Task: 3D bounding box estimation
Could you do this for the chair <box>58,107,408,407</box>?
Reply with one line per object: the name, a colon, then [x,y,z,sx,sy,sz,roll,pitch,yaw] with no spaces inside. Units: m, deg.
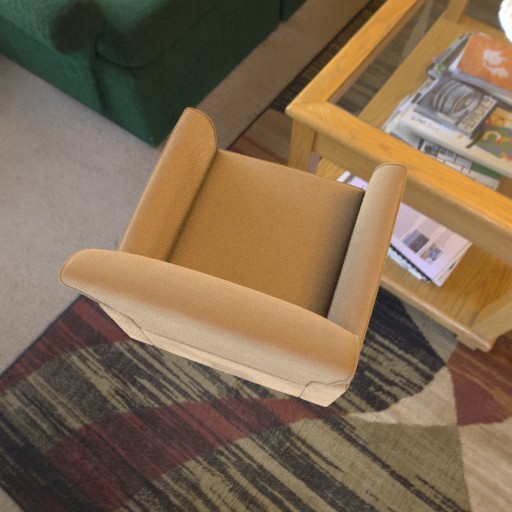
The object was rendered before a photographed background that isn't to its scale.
chair: [0.000,0.000,1.554,0.820,0.915,0.821,17,66,8]
